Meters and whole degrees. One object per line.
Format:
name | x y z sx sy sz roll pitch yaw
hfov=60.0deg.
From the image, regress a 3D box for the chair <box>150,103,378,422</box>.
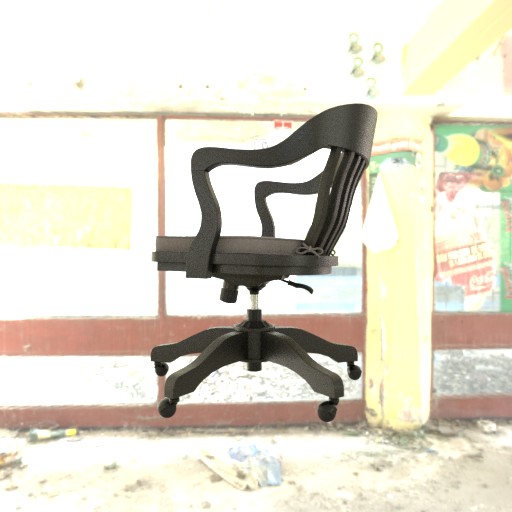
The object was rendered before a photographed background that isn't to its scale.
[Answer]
chair | 0.000 0.000 1.486 0.788 0.878 0.750 0 0 18
